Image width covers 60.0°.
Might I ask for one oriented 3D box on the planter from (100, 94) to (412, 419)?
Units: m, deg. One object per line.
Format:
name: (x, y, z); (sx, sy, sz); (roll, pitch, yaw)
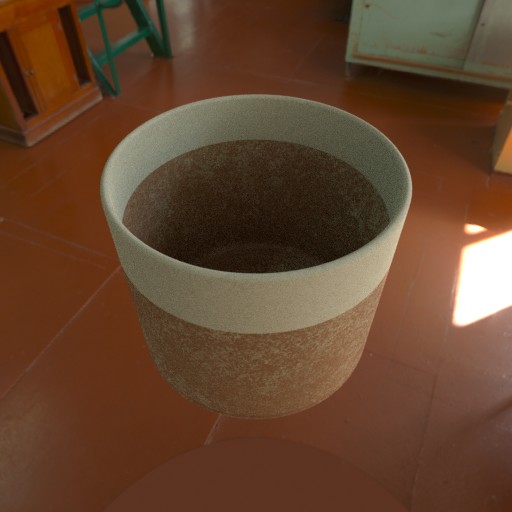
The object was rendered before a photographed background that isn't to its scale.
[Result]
planter: (0.000, 0.000, 0.280); (0.159, 0.138, 0.159); (0, 46, 0)
